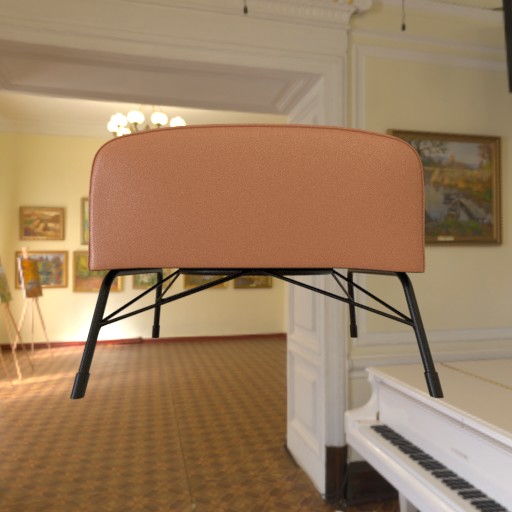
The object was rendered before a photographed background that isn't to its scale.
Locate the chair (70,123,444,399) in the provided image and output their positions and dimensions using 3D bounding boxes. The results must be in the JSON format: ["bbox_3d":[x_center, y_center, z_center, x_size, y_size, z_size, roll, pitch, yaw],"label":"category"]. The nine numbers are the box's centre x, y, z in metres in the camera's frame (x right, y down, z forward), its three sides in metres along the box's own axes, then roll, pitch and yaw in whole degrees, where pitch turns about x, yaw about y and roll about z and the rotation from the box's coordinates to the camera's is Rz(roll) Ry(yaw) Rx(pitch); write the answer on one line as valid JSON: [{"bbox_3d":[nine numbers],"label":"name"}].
[{"bbox_3d":[0.000,0.000,0.890,0.530,0.410,0.530,0,-1,-1],"label":"chair"}]
